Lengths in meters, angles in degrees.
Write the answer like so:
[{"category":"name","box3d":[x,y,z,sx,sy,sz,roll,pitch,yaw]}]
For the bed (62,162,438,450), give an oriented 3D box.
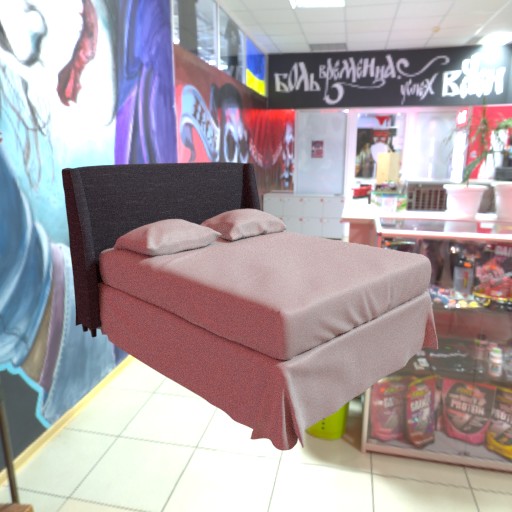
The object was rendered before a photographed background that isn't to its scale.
[{"category":"bed","box3d":[0.000,0.000,3.354,1.925,1.332,2.276,-13,19,-43]}]
